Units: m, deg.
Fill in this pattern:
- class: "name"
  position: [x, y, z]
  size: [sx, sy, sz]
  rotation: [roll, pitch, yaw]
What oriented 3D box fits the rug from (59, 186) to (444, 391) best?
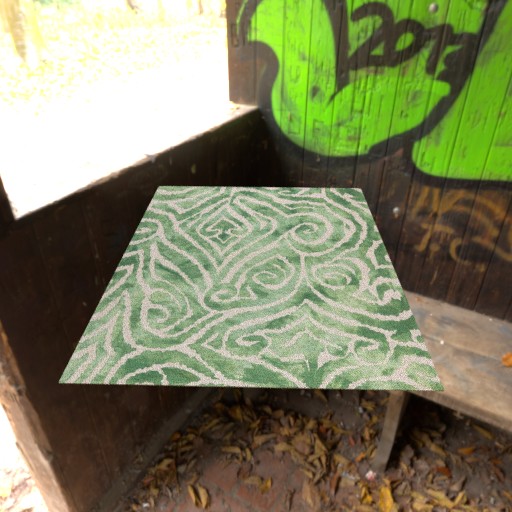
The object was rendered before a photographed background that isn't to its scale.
- class: "rug"
  position: [0.000, 0.000, 4.073]
  size: [2.436, 0.007, 3.045]
  rotation: [1, 33, 1]
